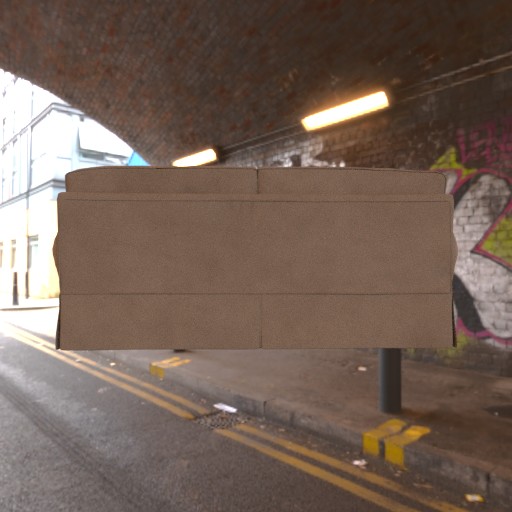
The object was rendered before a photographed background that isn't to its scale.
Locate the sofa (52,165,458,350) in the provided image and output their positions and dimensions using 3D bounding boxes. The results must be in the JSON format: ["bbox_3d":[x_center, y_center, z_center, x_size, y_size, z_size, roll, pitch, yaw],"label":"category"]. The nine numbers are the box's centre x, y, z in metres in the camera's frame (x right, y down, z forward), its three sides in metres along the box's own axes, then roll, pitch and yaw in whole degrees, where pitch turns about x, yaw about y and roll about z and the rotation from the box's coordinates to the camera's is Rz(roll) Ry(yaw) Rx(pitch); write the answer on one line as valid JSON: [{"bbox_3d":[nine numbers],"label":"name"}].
[{"bbox_3d":[0.000,0.000,2.773,2.246,1.014,0.900,0,-1,-2],"label":"sofa"}]
